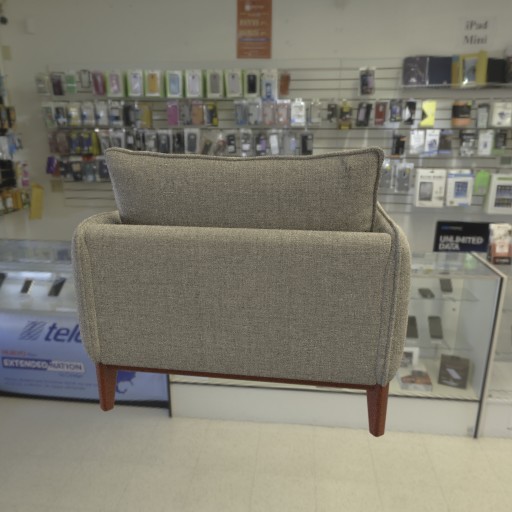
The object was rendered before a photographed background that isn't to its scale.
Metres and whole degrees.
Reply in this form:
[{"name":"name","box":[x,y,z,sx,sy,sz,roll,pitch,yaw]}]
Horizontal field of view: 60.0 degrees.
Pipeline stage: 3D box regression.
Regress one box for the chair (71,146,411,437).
[{"name":"chair","box":[0.000,0.000,1.684,0.993,0.839,0.976,2,16,8]}]
